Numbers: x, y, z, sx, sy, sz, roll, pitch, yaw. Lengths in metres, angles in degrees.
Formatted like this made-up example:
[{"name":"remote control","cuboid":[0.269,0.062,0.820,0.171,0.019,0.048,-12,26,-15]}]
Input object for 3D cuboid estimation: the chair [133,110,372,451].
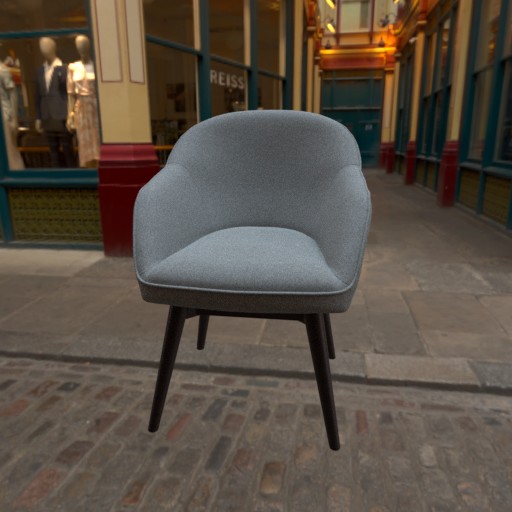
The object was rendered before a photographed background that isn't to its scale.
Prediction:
[{"name":"chair","cuboid":[0.000,0.000,1.242,0.589,0.810,0.611,2,15,8]}]
